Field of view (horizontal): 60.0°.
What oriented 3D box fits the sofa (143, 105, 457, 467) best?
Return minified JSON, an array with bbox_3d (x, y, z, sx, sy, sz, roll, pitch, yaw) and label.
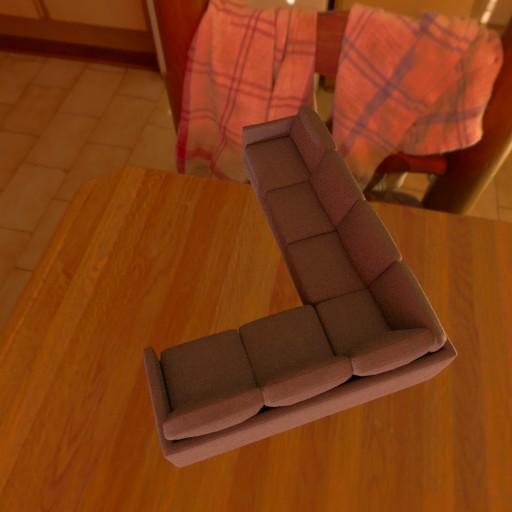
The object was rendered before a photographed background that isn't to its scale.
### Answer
[{"bbox_3d":[0.000,0.000,4.570,2.593,0.947,3.302,-16,59,-10],"label":"sofa"}]
